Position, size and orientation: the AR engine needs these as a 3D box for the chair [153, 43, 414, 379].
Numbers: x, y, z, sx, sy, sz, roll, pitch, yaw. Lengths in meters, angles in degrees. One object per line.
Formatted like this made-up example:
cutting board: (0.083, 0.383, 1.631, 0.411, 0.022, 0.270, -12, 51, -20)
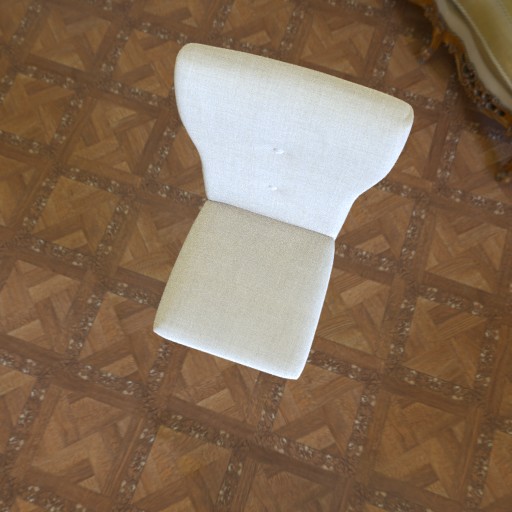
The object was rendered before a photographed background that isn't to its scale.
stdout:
chair: (0.000, 0.000, 1.277, 0.509, 0.921, 0.597, 17, 75, 5)
